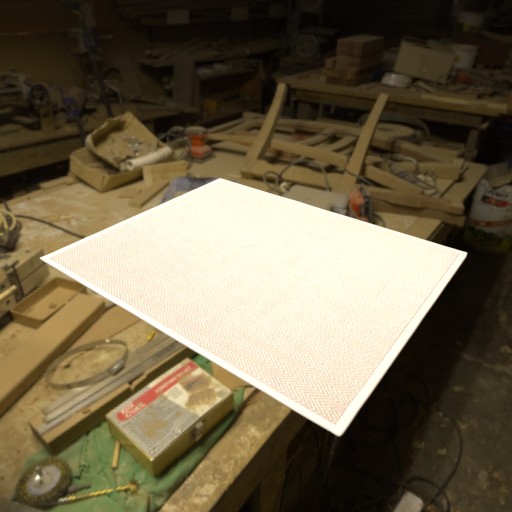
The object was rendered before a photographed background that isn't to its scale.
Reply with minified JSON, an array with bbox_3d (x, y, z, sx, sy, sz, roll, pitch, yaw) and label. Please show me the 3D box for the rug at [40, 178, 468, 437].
[{"bbox_3d":[0.000,0.000,3.981,3.009,0.019,2.423,22,38,31],"label":"rug"}]
